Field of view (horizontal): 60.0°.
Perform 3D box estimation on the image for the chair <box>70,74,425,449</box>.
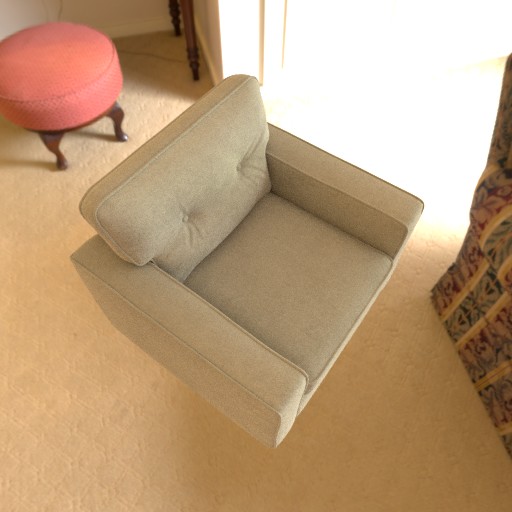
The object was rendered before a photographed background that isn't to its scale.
[{"bbox_3d":[0.000,0.000,1.768,0.939,0.965,1.015,32,63,19],"label":"chair"}]
